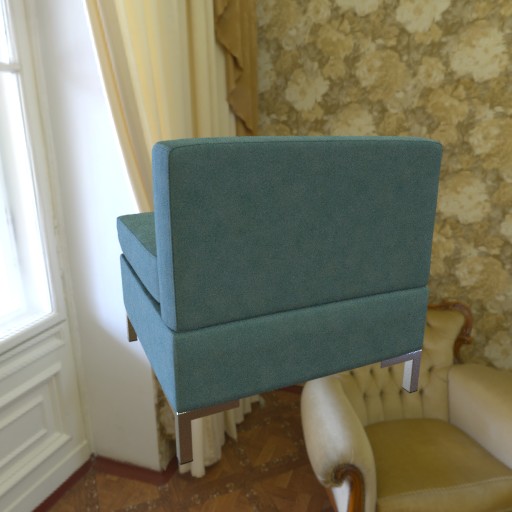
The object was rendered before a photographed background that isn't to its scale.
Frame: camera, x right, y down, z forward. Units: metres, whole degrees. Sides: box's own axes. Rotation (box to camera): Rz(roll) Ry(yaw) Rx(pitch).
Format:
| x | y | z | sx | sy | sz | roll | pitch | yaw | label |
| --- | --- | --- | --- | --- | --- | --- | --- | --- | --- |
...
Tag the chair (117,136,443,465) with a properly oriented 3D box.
| x | y | z | sx | sy | sz | roll | pitch | yaw | label |
| --- | --- | --- | --- | --- | --- | --- | --- | --- | --- |
| 0.000 | 0.000 | 1.253 | 0.684 | 0.660 | 0.685 | -7 | 17 | -24 | chair |
